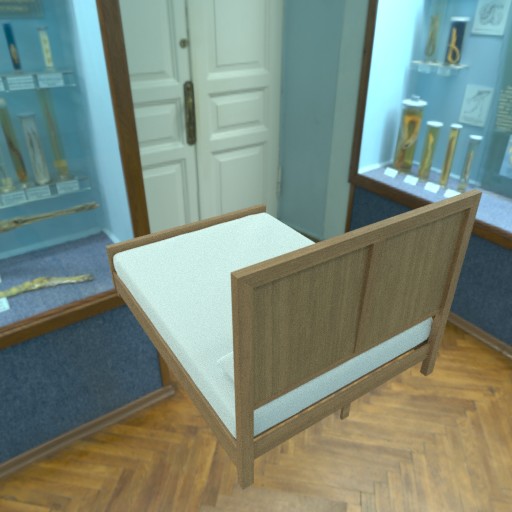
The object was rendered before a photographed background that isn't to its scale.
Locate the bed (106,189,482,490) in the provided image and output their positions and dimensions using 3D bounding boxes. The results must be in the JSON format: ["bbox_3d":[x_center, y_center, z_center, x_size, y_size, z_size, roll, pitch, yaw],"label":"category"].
[{"bbox_3d":[0.000,0.000,3.245,1.606,1.387,2.184,-18,35,-28],"label":"bed"}]
